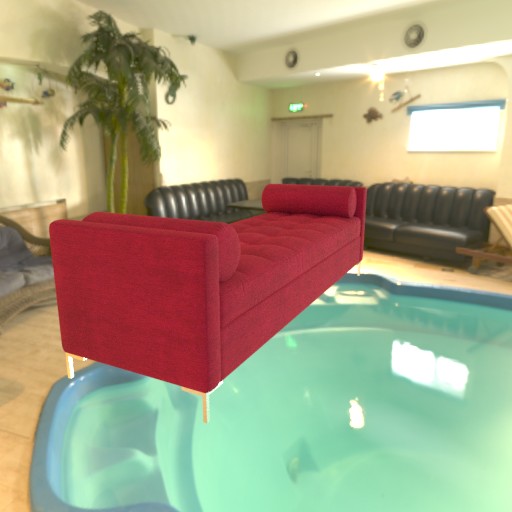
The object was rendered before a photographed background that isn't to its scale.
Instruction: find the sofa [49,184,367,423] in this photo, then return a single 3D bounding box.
[{"bbox_3d":[0.000,0.000,2.373,0.686,0.635,1.981,7,15,26],"label":"sofa"}]
